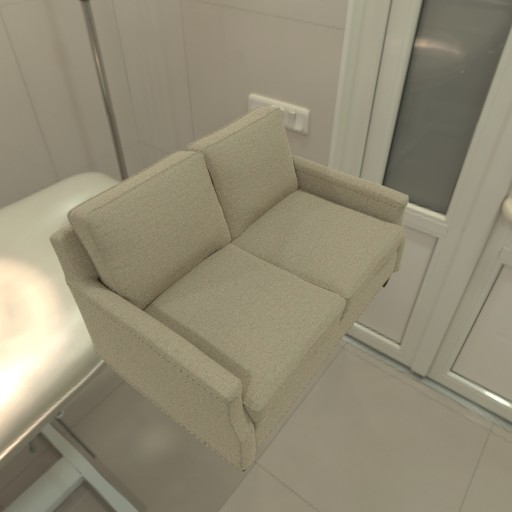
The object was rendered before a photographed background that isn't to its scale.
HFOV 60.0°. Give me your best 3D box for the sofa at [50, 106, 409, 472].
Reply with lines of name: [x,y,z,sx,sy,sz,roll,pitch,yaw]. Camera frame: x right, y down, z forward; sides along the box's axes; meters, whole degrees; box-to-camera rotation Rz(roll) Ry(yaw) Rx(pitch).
sofa: [0.000,0.000,2.300,1.084,1.003,1.597,27,48,27]
